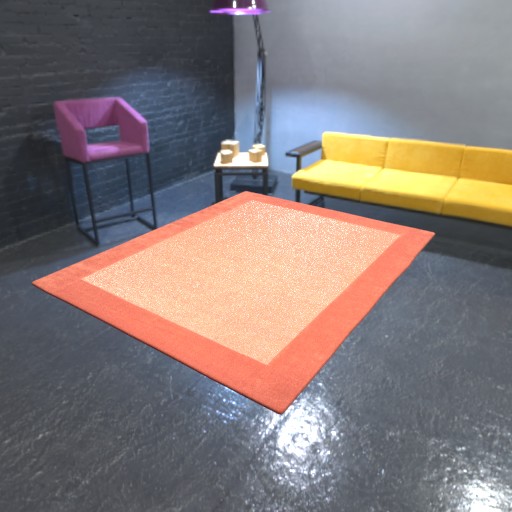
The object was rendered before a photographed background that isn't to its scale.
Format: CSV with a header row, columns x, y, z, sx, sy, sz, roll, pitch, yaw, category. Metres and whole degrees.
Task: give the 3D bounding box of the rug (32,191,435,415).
x,y,z,sx,sy,sz,roll,pitch,yaw,category
0.000,0.000,4.071,2.430,0.018,2.976,17,31,31,rug
